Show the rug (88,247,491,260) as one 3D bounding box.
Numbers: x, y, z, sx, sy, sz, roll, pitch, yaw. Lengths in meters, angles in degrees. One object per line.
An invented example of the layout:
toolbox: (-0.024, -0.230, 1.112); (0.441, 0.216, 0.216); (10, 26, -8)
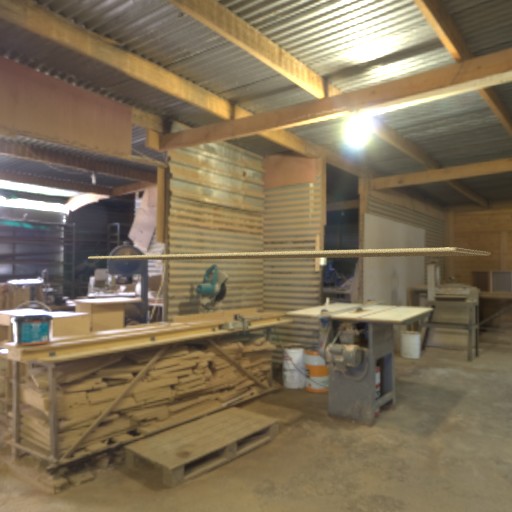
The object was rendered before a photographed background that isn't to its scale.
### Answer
rug: (0.000, 0.000, 2.513); (2.276, 0.014, 0.678); (-1, -2, 37)
